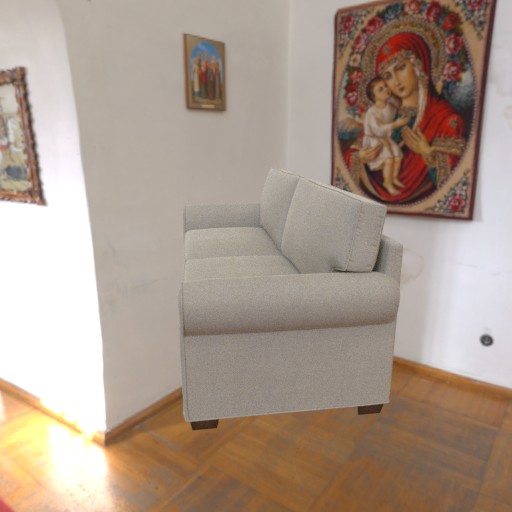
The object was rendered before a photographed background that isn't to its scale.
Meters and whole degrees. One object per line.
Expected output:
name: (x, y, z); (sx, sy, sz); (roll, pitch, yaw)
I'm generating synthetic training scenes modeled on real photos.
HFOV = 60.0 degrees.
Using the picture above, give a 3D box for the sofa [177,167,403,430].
sofa: (0.000, 0.000, 2.719); (0.901, 0.962, 2.146); (-2, 15, -8)
